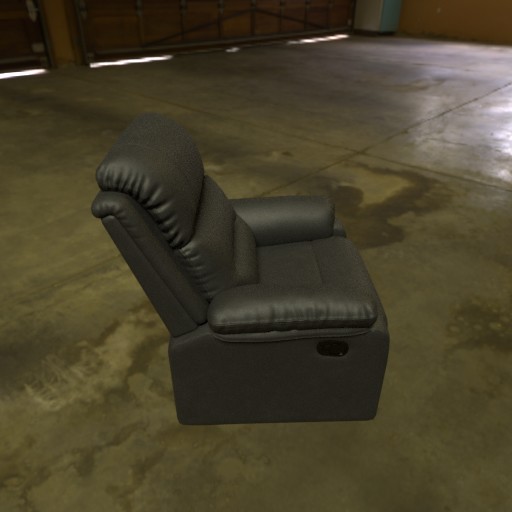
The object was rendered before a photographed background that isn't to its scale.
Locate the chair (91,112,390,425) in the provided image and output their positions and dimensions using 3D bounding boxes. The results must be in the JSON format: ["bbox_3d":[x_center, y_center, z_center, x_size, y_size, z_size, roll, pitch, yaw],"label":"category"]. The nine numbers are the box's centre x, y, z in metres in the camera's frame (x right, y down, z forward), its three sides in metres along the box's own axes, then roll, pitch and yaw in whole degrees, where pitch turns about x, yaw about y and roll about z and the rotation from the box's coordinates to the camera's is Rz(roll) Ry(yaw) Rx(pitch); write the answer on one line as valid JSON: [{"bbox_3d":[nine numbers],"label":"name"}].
[{"bbox_3d":[0.000,0.000,1.668,0.919,0.992,0.855,-1,31,-1],"label":"chair"}]
